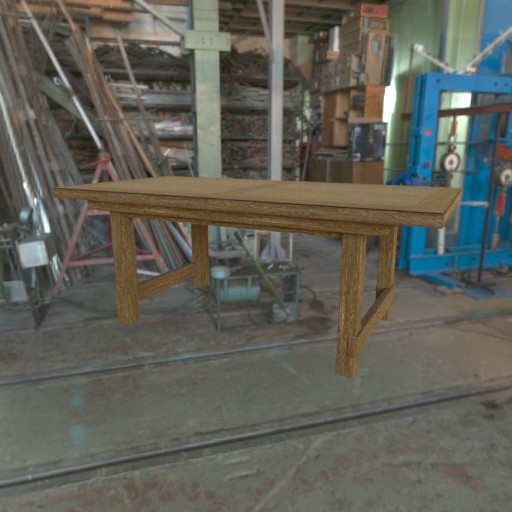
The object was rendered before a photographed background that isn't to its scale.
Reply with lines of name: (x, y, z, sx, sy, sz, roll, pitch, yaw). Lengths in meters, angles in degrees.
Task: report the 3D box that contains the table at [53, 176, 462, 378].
table: (0.000, 0.000, 2.491, 1.982, 0.762, 1.000, 7, 16, 27)
